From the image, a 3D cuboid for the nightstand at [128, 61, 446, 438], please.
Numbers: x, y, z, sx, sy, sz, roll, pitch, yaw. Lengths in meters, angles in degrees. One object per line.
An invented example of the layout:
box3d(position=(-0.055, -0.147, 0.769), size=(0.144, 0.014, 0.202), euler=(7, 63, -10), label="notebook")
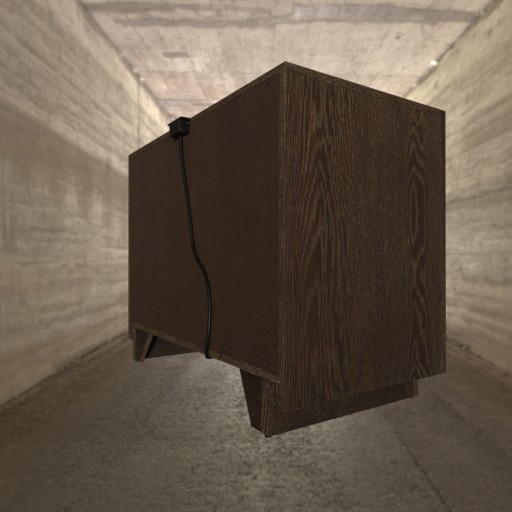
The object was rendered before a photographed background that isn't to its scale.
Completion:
box3d(position=(0.000, 0.000, 1.132), size=(0.457, 0.612, 0.775), euler=(0, 0, -34), label="nightstand")
